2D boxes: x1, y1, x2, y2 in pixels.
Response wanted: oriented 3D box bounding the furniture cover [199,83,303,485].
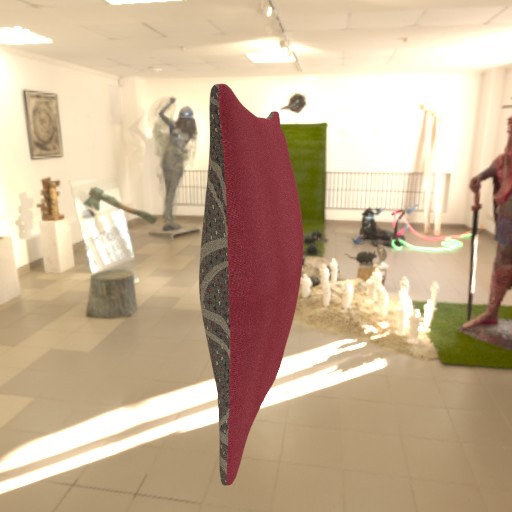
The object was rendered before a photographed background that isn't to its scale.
[{"bbox_3d":[0.000,0.000,0.775,0.163,0.513,0.514,2,15,9],"label":"furniture cover"}]
